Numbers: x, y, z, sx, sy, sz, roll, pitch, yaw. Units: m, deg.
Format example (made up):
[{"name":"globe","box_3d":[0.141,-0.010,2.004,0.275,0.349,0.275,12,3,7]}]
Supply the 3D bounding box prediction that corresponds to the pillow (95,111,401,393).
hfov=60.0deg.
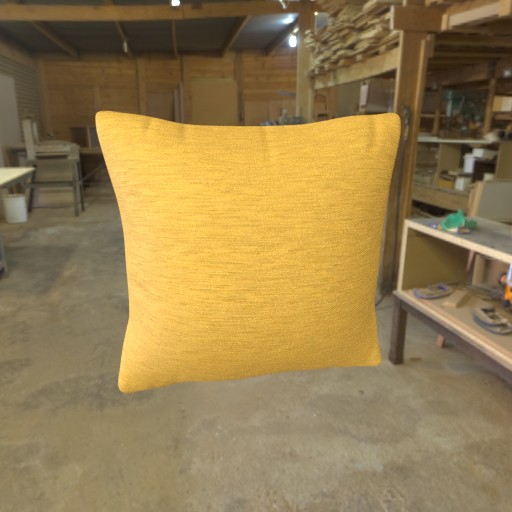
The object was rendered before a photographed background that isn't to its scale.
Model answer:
[{"name":"pillow","box_3d":[0.000,0.000,0.673,0.435,0.417,0.247,-3,17,-10]}]
